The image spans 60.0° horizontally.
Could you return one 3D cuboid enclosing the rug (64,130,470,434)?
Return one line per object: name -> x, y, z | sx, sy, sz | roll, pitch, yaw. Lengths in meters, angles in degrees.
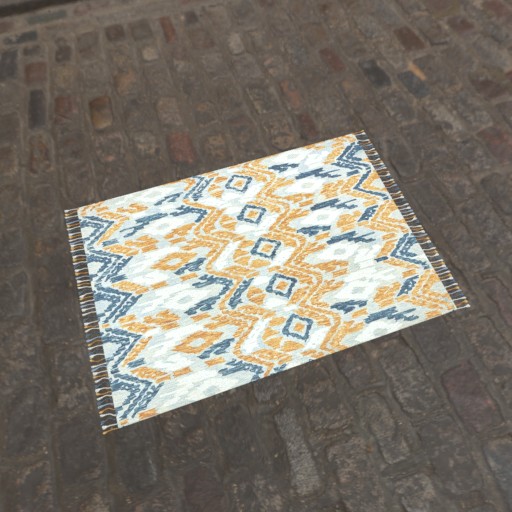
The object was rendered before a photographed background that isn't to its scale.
rug -> 0.000, 0.000, 2.321 | 1.827, 0.008, 1.230 | -17, 64, -9
